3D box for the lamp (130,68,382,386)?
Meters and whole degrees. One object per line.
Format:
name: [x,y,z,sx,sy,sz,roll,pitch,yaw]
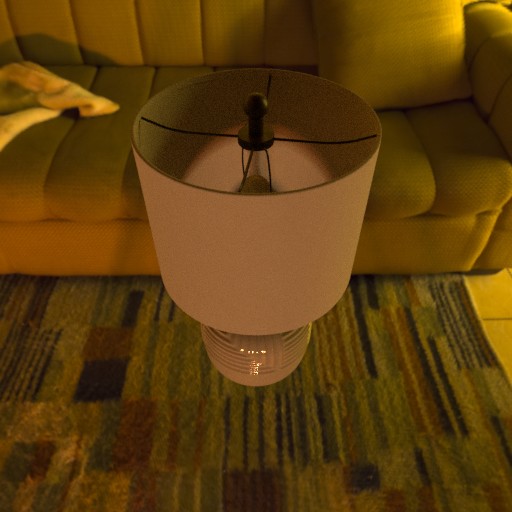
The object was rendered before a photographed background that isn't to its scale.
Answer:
lamp: [0.000,0.000,0.746,0.318,0.567,0.318,0,45,0]
